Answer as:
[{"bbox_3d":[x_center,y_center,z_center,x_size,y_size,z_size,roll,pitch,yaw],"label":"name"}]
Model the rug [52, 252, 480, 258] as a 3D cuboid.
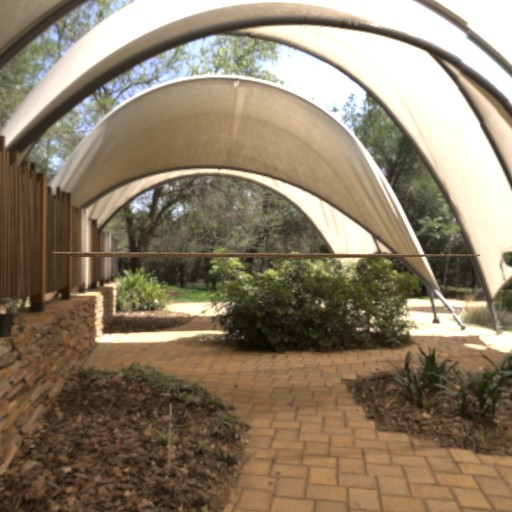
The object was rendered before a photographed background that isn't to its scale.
[{"bbox_3d":[0.000,0.000,3.093,2.440,0.010,1.545,0,-1,-18],"label":"rug"}]
